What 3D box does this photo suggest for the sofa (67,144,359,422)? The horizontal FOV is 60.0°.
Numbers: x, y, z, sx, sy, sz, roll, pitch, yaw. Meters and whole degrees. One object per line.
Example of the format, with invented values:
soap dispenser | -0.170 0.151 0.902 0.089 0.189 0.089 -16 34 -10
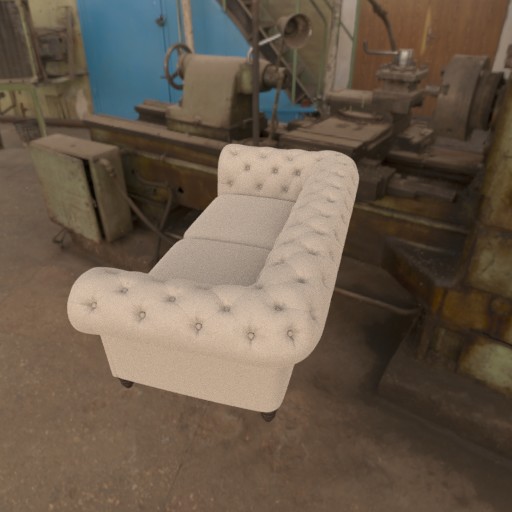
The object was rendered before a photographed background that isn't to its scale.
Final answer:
sofa | 0.000 0.000 2.541 0.986 0.764 1.998 9 32 14
